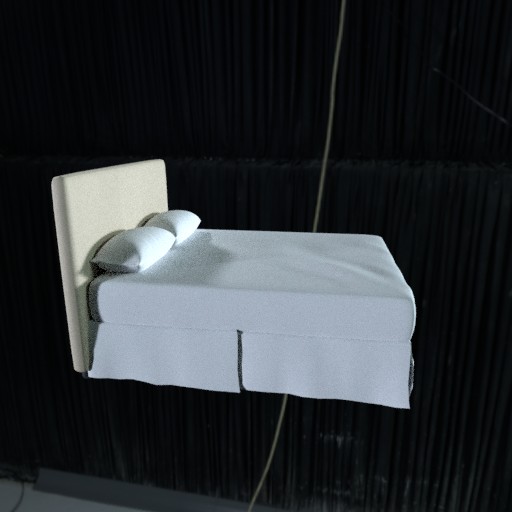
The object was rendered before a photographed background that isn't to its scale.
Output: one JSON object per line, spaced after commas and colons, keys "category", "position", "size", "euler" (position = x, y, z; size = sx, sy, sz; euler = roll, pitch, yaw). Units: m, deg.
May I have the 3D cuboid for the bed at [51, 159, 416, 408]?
{"category": "bed", "position": [0.000, 0.000, 3.338], "size": [2.142, 1.330, 1.723], "euler": [2, 16, 8]}
